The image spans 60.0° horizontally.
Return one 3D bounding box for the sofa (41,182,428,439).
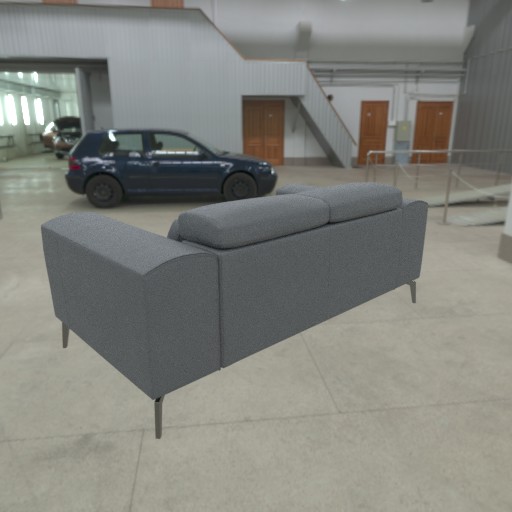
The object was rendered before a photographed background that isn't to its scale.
[{"bbox_3d":[0.000,0.000,2.410,1.895,0.779,1.003,-15,23,-40],"label":"sofa"}]
